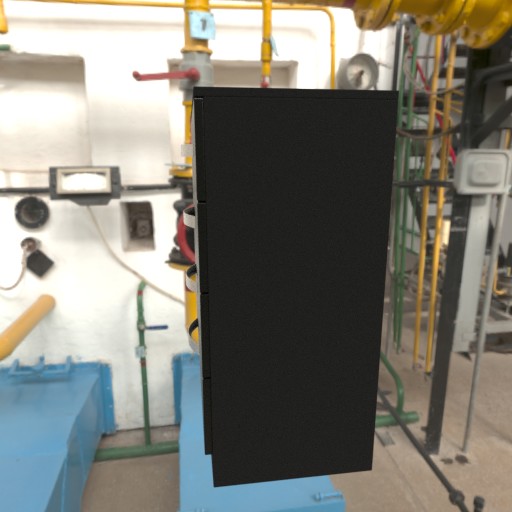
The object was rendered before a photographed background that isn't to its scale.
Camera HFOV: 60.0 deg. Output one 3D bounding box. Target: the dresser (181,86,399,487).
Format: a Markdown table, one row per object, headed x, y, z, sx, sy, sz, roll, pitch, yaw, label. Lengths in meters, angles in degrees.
| x | y | z | sx | sy | sz | roll | pitch | yaw | label |
| --- | --- | --- | --- | --- | --- | --- | --- | --- | --- |
| 0.000 | 0.000 | 1.140 | 0.360 | 0.720 | 0.750 | -2 | 14 | -8 | dresser |
